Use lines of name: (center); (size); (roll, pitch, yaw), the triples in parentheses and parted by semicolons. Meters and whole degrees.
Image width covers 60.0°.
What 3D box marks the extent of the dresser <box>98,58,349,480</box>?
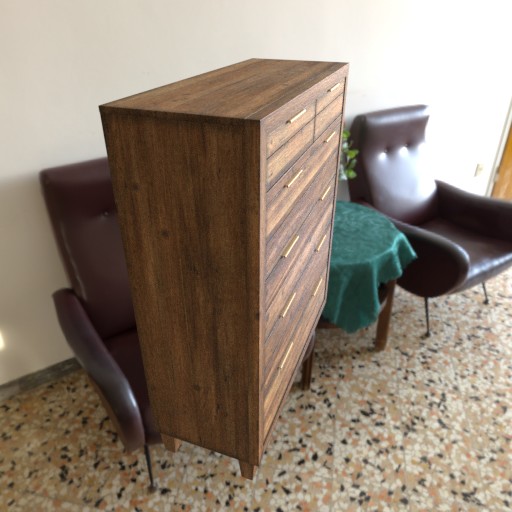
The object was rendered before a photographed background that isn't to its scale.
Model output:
dresser: (0.000, 0.000, 1.811); (0.438, 1.359, 1.067); (11, 32, 18)
